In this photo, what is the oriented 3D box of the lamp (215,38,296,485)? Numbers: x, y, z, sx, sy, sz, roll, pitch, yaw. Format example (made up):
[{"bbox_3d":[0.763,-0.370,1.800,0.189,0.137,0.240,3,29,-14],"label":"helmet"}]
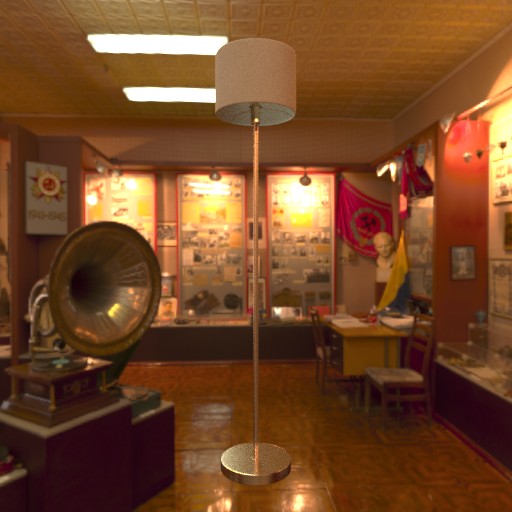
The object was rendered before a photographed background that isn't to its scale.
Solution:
[{"bbox_3d":[0.000,0.000,1.746,0.324,1.600,0.416,0,1,-1],"label":"lamp"}]
